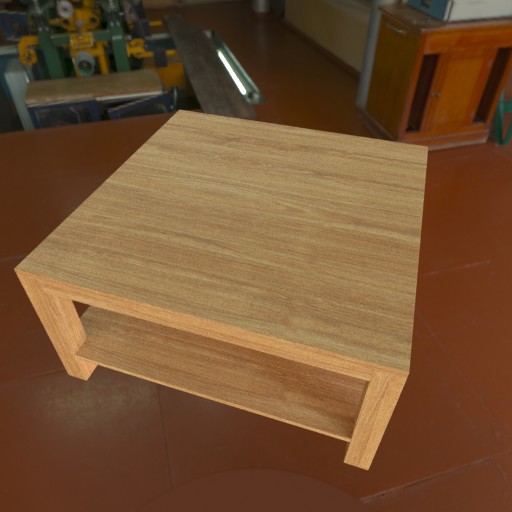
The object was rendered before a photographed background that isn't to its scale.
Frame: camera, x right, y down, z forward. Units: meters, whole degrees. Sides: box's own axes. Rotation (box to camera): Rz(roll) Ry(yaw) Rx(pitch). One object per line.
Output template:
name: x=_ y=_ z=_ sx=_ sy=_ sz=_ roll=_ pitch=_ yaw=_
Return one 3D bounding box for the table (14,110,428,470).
table: x=0.000 y=0.000 z=1.402 sx=0.900 sy=0.450 sz=0.900 roll=13 pitch=44 yaw=13
